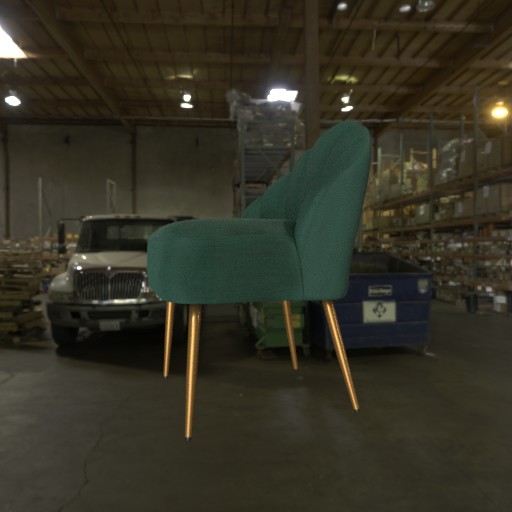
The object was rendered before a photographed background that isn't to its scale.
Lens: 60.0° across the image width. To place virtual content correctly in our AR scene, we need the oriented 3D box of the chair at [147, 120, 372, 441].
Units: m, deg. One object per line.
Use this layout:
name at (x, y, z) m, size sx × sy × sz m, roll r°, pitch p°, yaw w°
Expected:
chair at (0.000, 0.000, 1.293) m, size 0.599 × 0.819 × 0.657 m, roll 0°, pitch 1°, yaw -17°
